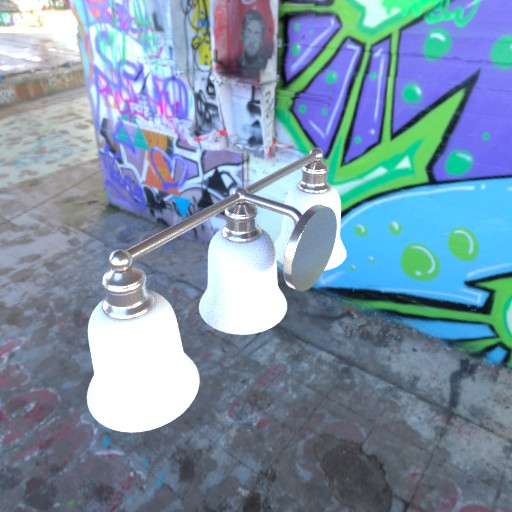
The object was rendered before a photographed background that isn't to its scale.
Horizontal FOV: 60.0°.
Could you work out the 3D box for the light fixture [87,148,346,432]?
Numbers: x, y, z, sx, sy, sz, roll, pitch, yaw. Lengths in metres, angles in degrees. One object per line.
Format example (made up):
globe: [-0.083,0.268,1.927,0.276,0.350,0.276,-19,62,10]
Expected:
light fixture: [0.000,0.000,0.664,0.198,0.211,0.570,22,38,30]
